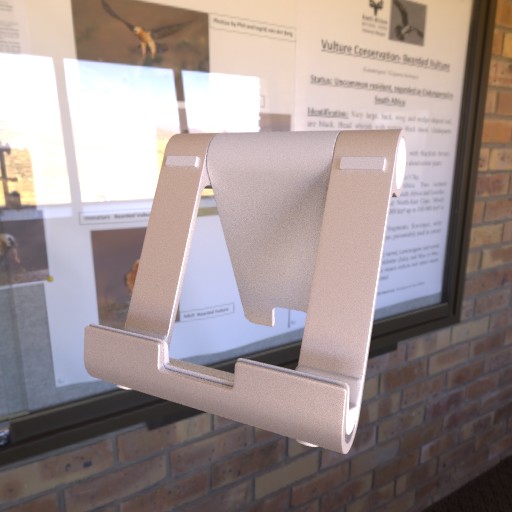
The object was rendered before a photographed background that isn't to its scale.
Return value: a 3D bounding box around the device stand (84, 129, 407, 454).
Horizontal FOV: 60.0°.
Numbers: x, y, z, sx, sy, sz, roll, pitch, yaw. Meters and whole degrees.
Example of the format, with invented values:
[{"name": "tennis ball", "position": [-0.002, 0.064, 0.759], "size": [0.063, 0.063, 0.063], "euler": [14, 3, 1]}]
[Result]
[{"name": "device stand", "position": [0.000, 0.000, 0.152], "size": [0.086, 0.084, 0.079], "euler": [7, 15, 26]}]
